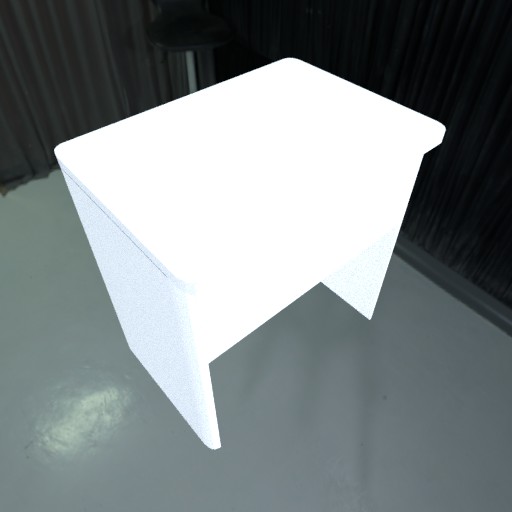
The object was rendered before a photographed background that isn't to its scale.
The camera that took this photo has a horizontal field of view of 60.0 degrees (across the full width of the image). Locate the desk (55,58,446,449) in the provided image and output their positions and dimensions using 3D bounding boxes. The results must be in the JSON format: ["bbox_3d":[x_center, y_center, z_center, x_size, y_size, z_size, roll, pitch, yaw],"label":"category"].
[{"bbox_3d":[0.000,0.000,1.319,0.762,0.800,0.549,-32,54,-27],"label":"desk"}]
